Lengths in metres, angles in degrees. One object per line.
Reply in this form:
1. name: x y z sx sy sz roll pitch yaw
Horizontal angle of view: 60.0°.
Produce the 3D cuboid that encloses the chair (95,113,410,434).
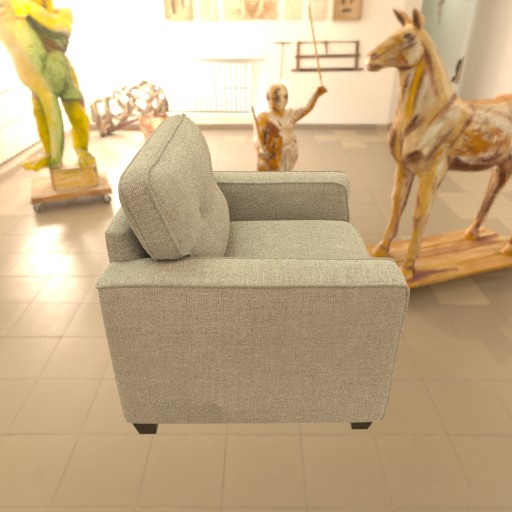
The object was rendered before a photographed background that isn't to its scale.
1. chair: 0.000 0.000 1.770 0.939 0.965 1.015 0 30 0
